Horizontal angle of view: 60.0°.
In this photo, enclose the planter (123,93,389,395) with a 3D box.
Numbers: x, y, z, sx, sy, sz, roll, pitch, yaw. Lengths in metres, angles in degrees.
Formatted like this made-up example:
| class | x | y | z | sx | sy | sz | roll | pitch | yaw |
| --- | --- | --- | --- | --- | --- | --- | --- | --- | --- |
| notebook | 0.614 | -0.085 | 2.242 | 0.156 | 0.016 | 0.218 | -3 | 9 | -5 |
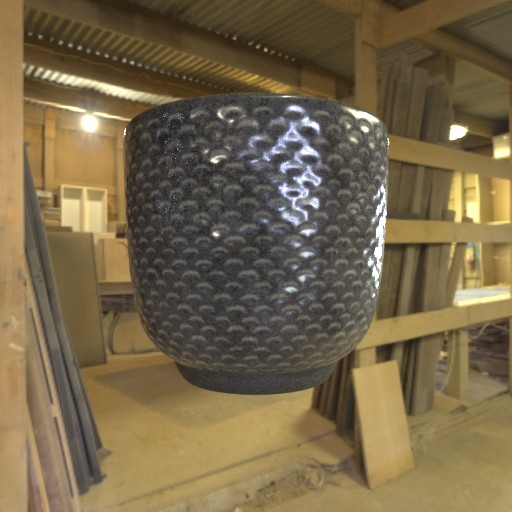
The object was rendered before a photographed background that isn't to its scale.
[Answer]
| class | x | y | z | sx | sy | sz | roll | pitch | yaw |
| --- | --- | --- | --- | --- | --- | --- | --- | --- | --- |
| planter | 0.000 | 0.000 | 0.243 | 0.140 | 0.129 | 0.140 | 0 | 0 | 0 |
